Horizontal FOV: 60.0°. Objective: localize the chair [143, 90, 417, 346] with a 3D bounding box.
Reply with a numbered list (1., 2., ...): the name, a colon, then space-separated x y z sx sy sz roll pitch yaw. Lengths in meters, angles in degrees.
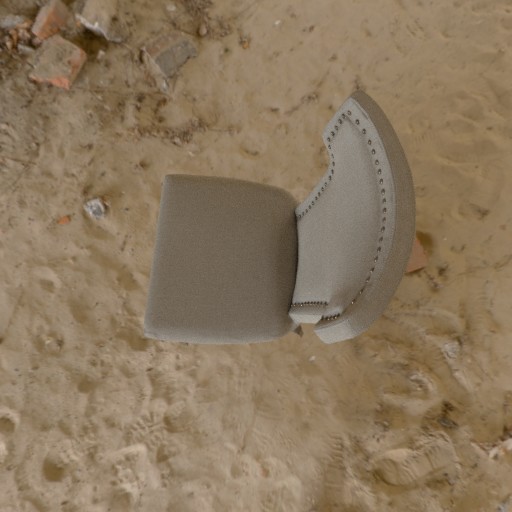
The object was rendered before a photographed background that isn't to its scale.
1. chair: 0.000 0.000 1.310 0.630 0.955 0.526 4 76 1
